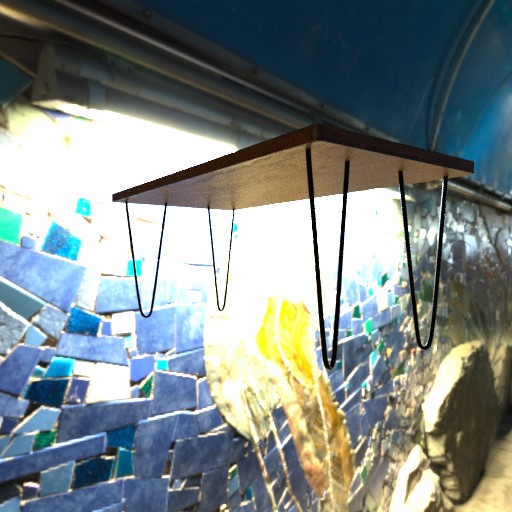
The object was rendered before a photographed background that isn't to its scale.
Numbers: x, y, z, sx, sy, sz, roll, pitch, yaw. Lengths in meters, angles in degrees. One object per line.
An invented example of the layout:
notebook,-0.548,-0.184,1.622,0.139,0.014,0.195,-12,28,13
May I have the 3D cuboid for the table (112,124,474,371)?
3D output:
table,0.000,0.000,2.237,0.883,0.753,1.791,0,0,-36
